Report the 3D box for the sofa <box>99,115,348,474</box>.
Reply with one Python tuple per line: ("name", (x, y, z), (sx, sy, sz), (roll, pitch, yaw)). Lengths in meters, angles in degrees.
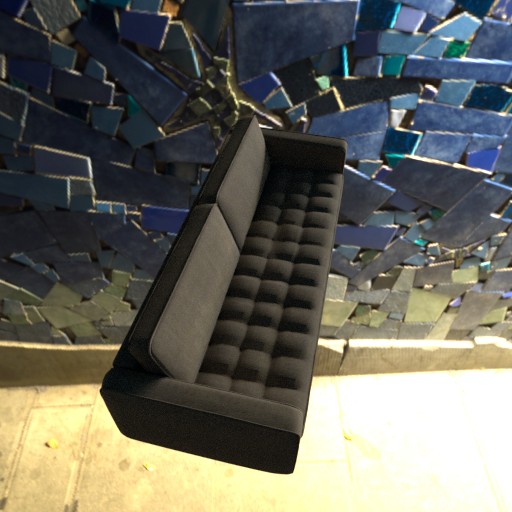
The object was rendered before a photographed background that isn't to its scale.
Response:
("sofa", (0.000, 0.000, 2.743), (0.923, 0.813, 2.295), (10, 48, 9))
